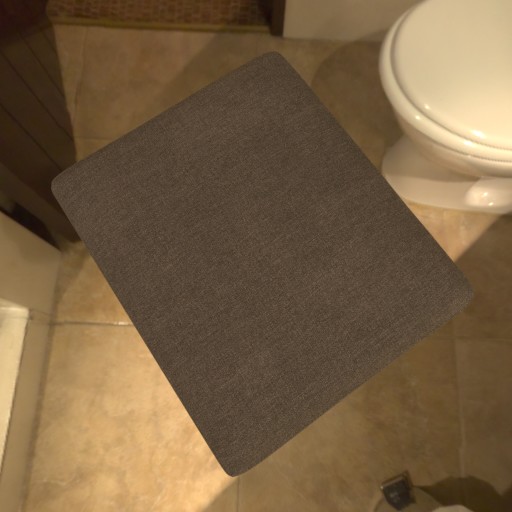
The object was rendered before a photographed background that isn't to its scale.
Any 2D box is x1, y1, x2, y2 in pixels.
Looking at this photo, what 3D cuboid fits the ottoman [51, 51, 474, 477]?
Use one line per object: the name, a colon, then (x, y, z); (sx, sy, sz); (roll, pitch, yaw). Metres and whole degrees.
ottoman: (0.000, 0.000, 1.208); (0.693, 0.474, 0.821); (-34, 78, -8)
